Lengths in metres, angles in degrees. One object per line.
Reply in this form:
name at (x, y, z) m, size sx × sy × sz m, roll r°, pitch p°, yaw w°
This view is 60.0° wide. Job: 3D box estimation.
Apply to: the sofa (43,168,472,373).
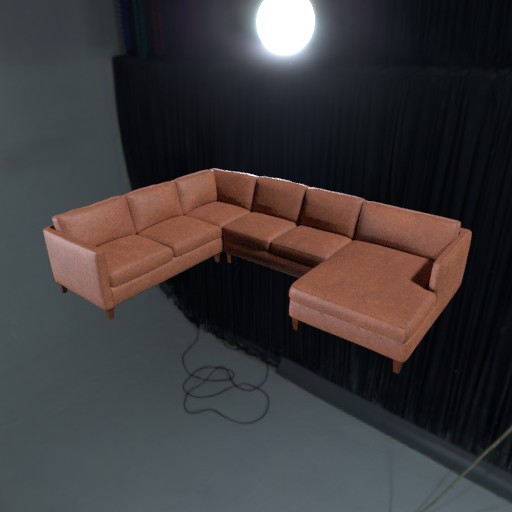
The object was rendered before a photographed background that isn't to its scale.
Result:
sofa at (0.000, 0.000, 4.498) m, size 3.460 × 0.923 × 2.593 m, roll 19°, pitch 32°, yaw 33°
